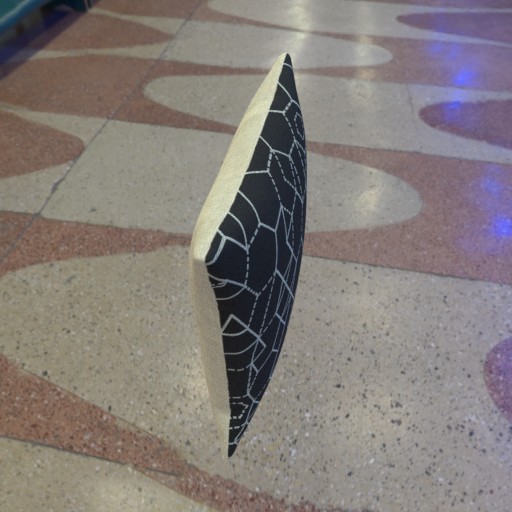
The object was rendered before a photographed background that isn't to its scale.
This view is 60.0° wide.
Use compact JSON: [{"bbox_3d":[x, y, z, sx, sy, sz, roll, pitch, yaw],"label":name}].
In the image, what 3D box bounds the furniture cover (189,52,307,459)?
[{"bbox_3d":[0.000,0.000,0.776,0.158,0.508,0.517,8,46,8],"label":"furniture cover"}]
